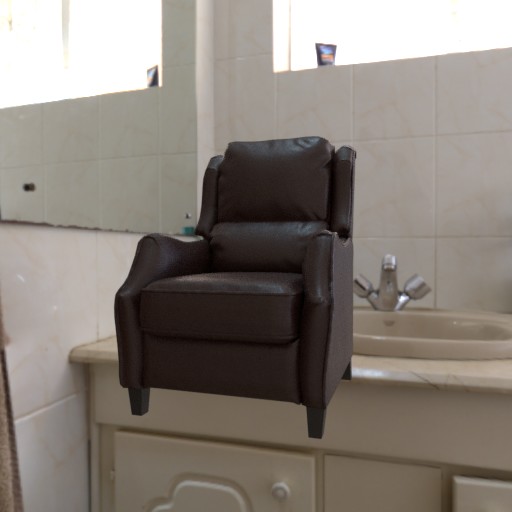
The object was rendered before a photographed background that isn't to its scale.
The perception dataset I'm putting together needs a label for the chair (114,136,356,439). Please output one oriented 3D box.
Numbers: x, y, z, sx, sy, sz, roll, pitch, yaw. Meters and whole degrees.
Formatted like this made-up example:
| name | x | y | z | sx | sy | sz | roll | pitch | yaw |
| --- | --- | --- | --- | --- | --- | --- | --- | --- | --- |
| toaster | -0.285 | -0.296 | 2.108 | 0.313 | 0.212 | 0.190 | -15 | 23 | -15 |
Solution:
| name | x | y | z | sx | sy | sz | roll | pitch | yaw |
| --- | --- | --- | --- | --- | --- | --- | --- | --- | --- |
| chair | 0.000 | 0.000 | 1.840 | 0.770 | 1.132 | 0.982 | 0 | 0 | 18 |
